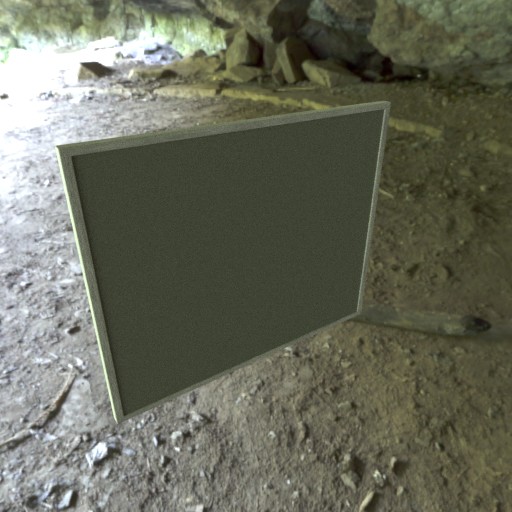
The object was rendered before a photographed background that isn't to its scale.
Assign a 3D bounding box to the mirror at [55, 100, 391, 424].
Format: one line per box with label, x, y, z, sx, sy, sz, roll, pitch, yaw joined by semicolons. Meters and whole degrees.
mirror;0.000;0.000;1.143;0.839;0.689;0.028;-18;33;-29
